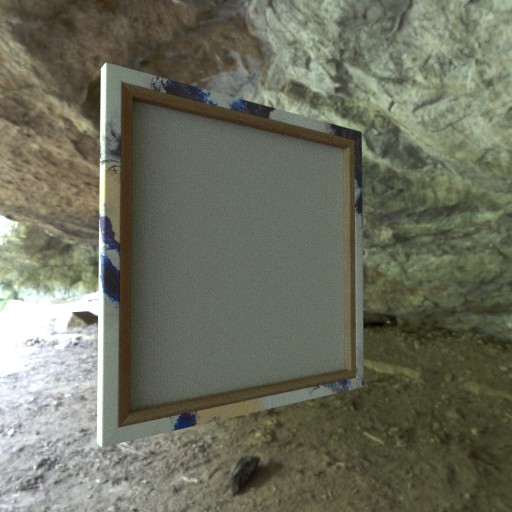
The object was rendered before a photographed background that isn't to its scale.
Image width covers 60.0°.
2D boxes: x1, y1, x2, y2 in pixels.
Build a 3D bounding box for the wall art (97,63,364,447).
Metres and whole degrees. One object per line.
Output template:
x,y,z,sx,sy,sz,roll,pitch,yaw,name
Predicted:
0.000,0.000,1.289,0.887,0.885,0.038,1,-2,-36,wall art
